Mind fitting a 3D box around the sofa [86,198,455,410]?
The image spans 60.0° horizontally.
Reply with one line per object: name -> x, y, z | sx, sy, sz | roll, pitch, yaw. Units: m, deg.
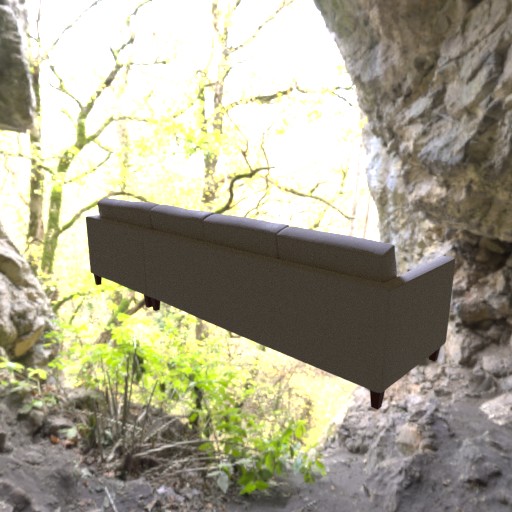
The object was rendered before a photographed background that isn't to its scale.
sofa -> 0.000, 0.000, 4.085 | 3.471, 0.954, 1.599 | 13, 19, 42
